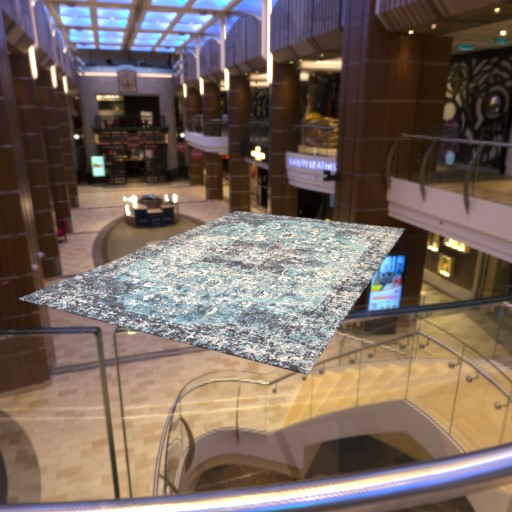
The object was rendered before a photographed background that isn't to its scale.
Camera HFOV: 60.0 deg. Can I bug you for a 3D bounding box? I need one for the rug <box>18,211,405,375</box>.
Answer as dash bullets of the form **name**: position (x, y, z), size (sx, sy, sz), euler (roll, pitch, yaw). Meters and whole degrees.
- **rug**: position (0.000, 0.000, 2.289), size (1.219, 0.005, 1.828), euler (9, 20, 25)
